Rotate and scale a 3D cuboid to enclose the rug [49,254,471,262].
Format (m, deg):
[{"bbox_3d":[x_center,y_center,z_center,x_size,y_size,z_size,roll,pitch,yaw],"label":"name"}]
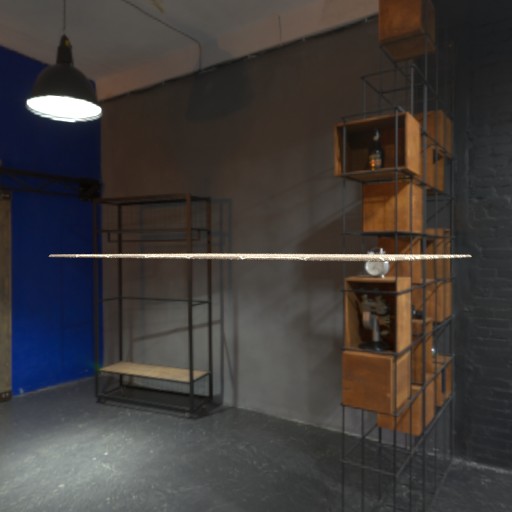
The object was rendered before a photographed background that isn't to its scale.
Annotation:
[{"bbox_3d":[0.000,0.000,2.315,1.836,0.012,1.239,0,1,36],"label":"rug"}]
